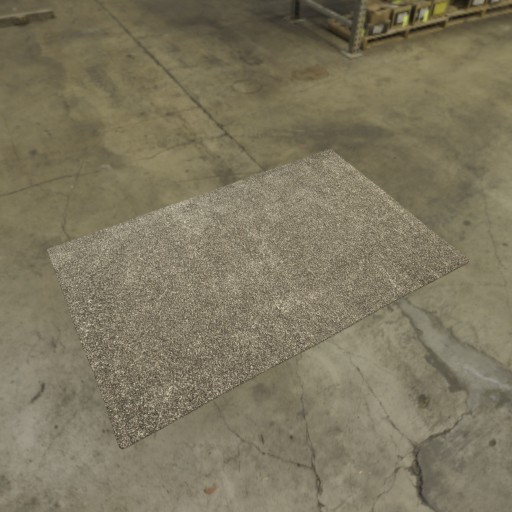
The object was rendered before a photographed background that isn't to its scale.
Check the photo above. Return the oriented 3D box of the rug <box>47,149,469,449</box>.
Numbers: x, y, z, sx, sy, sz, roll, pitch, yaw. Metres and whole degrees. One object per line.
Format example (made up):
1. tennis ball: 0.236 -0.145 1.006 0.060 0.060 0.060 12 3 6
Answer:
1. rug: 0.000 0.000 2.913 2.350 0.025 1.502 -23 51 -20
